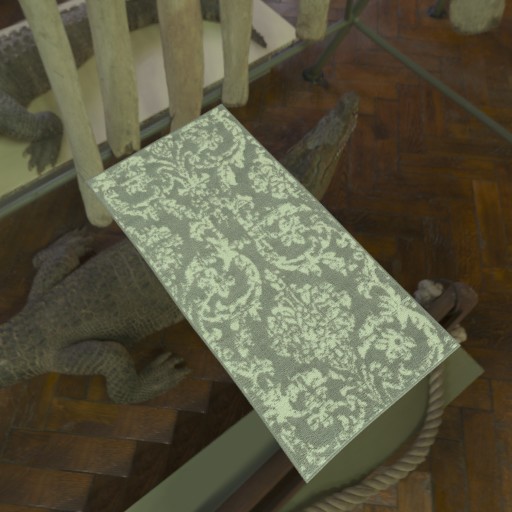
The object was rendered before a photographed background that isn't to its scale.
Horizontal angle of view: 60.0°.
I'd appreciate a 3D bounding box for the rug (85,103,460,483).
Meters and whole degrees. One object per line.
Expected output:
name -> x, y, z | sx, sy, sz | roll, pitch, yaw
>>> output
rug -> 0.000, 0.000, 1.454 | 0.604, 0.007, 1.219 | -35, 69, -15
